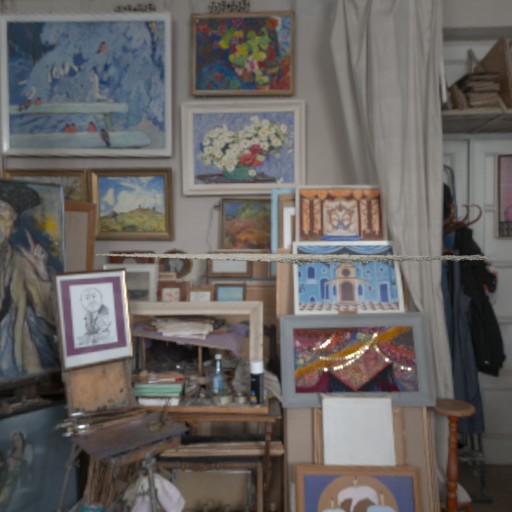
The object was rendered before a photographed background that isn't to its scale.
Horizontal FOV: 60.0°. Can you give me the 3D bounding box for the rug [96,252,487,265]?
[{"bbox_3d":[0.000,0.000,3.077,1.495,0.035,2.472,-1,1,-36],"label":"rug"}]
